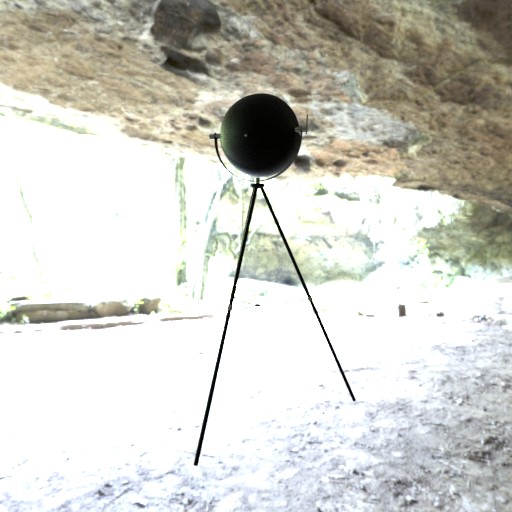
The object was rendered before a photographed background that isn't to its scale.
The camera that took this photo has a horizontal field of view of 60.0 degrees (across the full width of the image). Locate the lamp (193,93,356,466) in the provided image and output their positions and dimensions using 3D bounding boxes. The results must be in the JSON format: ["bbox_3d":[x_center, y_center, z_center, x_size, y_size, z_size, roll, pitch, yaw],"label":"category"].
[{"bbox_3d":[0.000,0.000,2.002,0.817,1.512,0.920,0,1,18],"label":"lamp"}]
